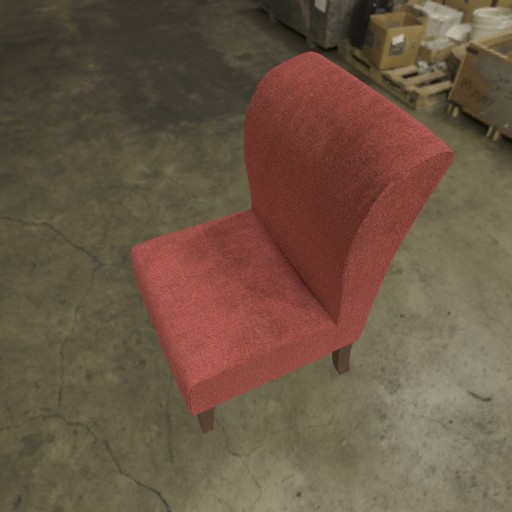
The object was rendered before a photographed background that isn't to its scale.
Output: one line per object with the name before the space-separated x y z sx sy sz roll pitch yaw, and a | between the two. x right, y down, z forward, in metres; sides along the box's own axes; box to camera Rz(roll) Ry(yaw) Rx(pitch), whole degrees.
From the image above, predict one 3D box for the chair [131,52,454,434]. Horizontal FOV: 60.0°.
chair | 0.000 0.000 1.240 0.640 0.846 0.538 -19 50 -17
